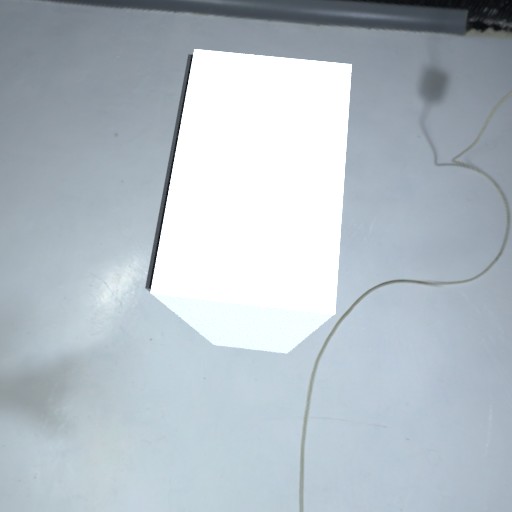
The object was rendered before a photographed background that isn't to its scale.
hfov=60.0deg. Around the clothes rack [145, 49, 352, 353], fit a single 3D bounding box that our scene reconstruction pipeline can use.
[{"bbox_3d":[0.000,0.000,1.391,0.330,1.187,0.500,6,75,2],"label":"clothes rack"}]
